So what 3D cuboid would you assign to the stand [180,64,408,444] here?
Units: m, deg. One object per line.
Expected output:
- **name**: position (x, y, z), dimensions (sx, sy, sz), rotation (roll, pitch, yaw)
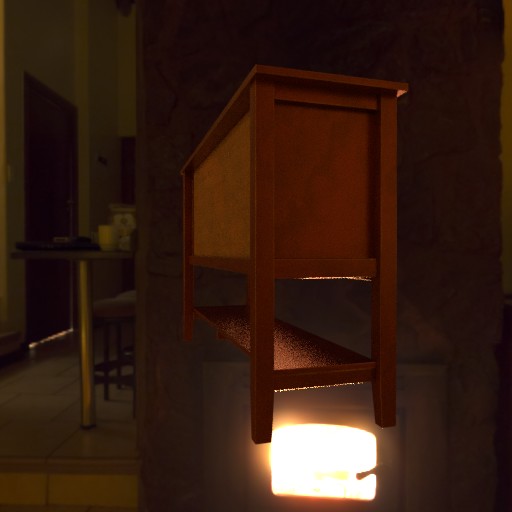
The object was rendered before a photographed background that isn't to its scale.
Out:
- **stand**: position (0.000, 0.000, 1.706), dimensions (0.410, 0.872, 1.362), rotation (0, 0, -17)
